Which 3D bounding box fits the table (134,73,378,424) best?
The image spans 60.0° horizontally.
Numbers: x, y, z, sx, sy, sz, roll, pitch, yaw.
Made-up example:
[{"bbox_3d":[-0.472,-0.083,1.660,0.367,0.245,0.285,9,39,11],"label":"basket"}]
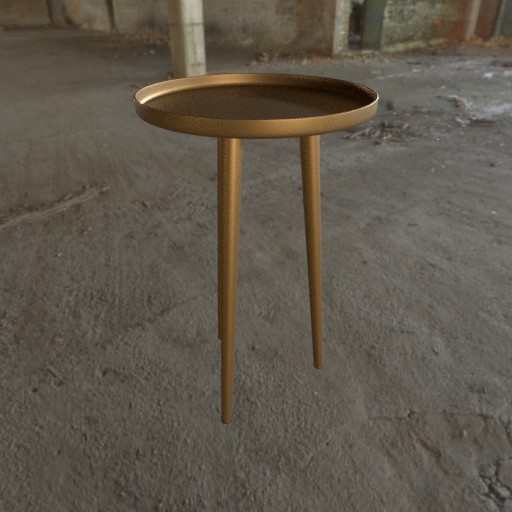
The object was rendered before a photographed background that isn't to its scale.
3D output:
[{"bbox_3d":[0.000,0.000,0.677,0.299,0.480,0.299,-22,37,-33],"label":"table"}]
